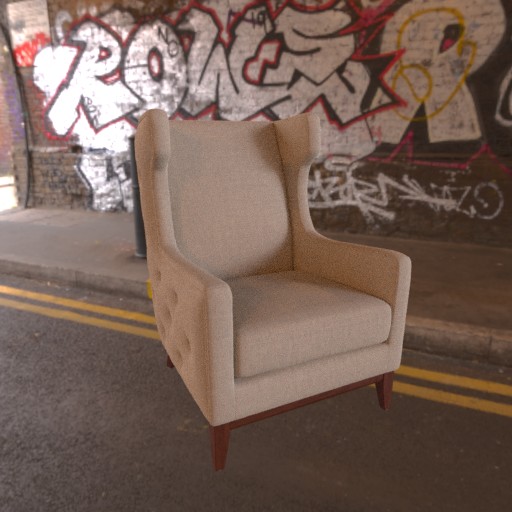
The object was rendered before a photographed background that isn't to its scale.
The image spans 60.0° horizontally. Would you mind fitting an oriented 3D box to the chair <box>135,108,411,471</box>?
[{"bbox_3d":[0.000,0.000,1.708,0.778,1.079,0.899,-8,17,-27],"label":"chair"}]
